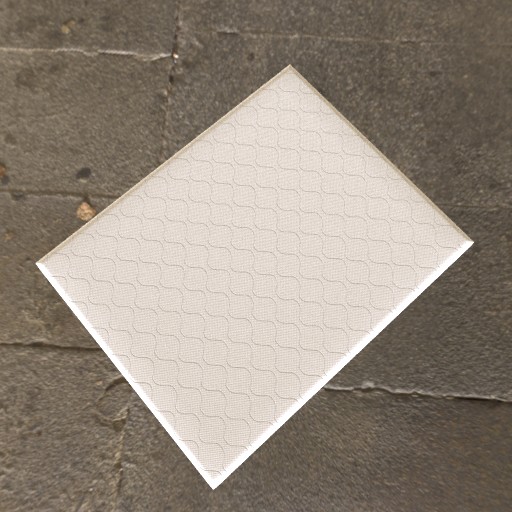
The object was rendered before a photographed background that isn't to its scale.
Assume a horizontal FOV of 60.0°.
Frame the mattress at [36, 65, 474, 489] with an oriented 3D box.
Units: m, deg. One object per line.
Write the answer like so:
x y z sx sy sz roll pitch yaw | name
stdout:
0.000 0.000 2.654 2.000 0.200 1.600 -41 80 -9 | mattress
